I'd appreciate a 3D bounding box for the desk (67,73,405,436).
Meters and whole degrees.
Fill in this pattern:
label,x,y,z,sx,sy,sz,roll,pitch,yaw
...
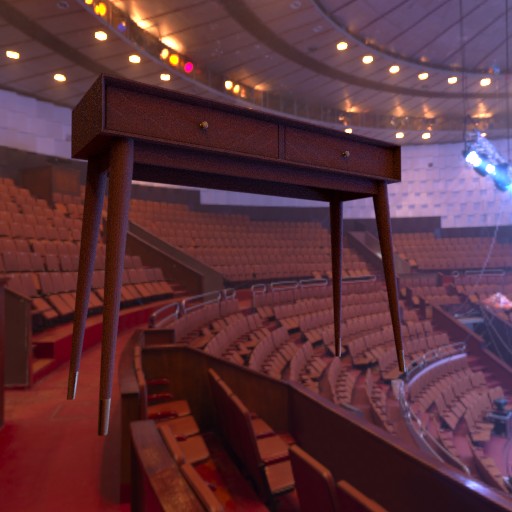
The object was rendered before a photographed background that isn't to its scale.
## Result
label,x,y,z,sx,sy,sz,roll,pitch,yaw
desk,0.000,0.000,1.604,1.204,0.917,0.384,1,-2,-34
